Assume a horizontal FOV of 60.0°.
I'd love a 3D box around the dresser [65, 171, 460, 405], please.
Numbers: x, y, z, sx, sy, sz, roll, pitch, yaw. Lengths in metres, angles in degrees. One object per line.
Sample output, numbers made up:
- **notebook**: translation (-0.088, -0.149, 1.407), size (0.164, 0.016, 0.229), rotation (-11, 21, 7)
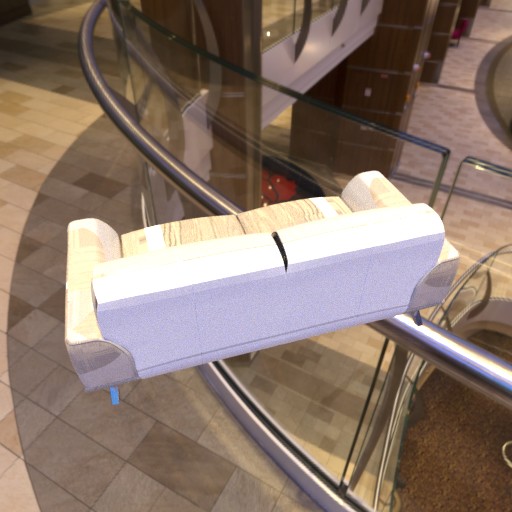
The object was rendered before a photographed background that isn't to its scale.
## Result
- **dresser**: translation (0.000, 0.000, 5.888), size (4.679, 1.863, 2.251), rotation (-11, 43, -13)
